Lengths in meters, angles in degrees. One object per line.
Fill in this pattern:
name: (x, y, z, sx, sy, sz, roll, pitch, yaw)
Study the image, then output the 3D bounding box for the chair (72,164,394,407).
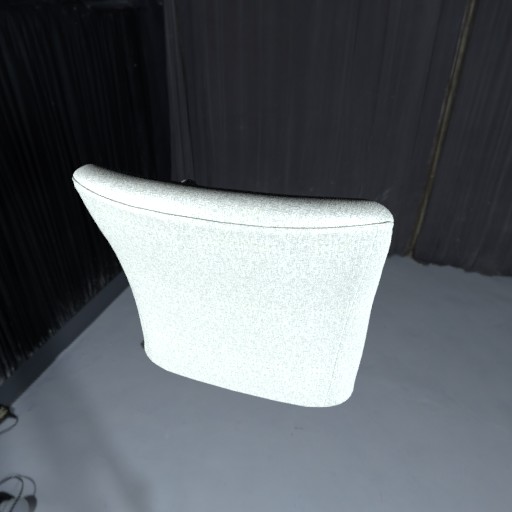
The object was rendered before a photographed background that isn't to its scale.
chair: (0.000, 0.000, 1.562, 0.864, 0.856, 0.923, 10, 34, 15)
